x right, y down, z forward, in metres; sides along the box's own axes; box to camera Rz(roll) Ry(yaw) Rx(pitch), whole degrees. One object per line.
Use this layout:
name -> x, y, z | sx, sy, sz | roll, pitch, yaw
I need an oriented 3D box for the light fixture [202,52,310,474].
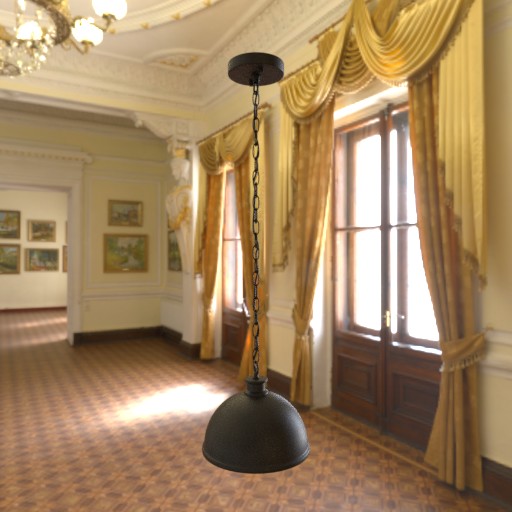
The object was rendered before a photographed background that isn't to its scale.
light fixture -> 0.000, 0.000, 1.261 | 0.304, 1.090, 0.304 | 0, 0, -17
